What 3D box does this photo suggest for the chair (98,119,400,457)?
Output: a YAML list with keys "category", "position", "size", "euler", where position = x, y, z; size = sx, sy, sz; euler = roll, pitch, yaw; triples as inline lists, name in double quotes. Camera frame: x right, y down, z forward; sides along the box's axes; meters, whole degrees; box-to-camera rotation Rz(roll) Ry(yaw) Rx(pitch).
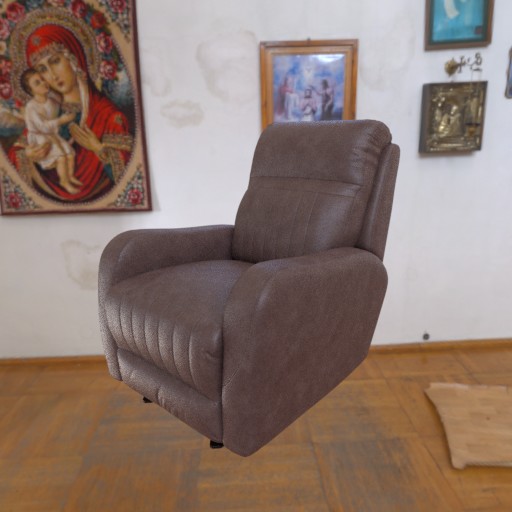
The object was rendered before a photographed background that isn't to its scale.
- category: "chair"
  position: [0.000, 0.000, 1.795]
  size: [0.865, 1.067, 1.067]
  euler: [14, 20, 40]
